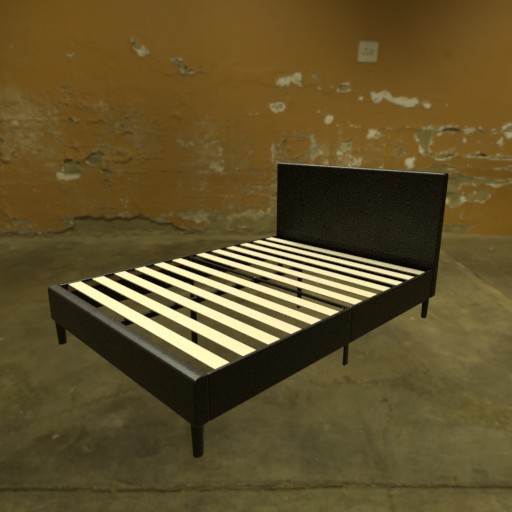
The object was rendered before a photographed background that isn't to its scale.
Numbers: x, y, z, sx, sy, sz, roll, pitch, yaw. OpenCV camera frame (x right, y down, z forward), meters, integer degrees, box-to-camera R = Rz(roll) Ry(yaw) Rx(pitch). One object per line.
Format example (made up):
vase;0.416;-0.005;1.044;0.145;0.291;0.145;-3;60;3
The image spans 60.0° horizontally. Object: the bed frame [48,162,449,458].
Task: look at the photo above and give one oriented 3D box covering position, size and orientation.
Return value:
bed frame;0.000;0.000;3.142;2.318;1.127;1.634;-15;21;-42
